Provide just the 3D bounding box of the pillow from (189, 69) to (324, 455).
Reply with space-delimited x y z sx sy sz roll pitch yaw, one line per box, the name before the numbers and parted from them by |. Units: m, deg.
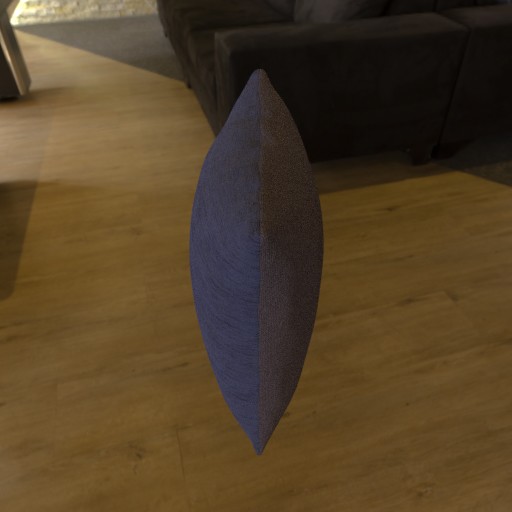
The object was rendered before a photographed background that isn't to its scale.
pillow | 0.000 0.000 0.713 0.204 0.439 0.452 0 41 0
